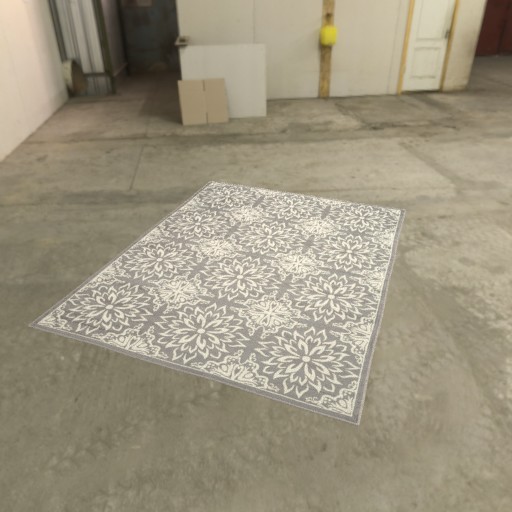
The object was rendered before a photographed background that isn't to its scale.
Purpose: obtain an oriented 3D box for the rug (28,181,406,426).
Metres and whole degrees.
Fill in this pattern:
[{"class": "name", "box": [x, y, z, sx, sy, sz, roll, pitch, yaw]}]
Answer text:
[{"class": "rug", "box": [0.000, 0.000, 4.001, 2.363, 0.012, 2.980, 11, 33, 18]}]
